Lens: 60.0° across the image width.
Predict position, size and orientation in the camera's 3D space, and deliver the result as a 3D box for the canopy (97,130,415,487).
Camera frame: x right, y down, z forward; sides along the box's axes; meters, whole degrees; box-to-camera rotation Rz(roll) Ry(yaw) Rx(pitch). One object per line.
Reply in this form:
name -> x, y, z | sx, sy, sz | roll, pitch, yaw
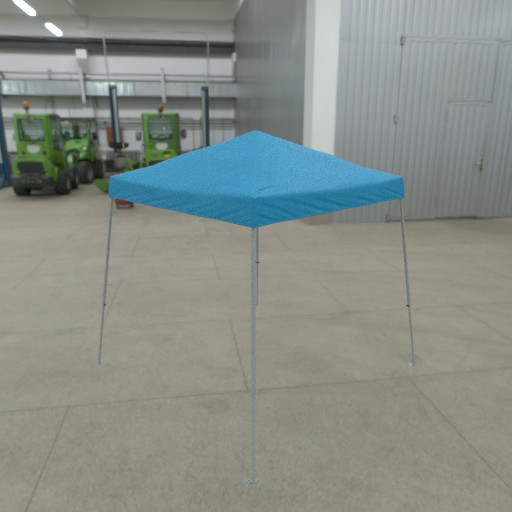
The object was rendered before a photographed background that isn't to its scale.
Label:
canopy -> 0.000, 0.000, 5.228 | 2.850, 2.850, 2.849 | -15, 21, -42
